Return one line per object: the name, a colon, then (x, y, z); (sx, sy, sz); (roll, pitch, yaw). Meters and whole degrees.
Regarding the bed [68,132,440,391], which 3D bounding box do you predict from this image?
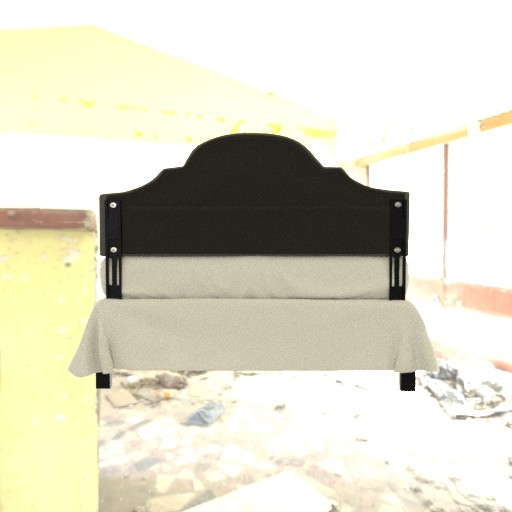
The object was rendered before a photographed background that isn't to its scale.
bed: (0.000, 0.000, 3.763); (2.303, 1.631, 2.222); (0, 2, 2)
